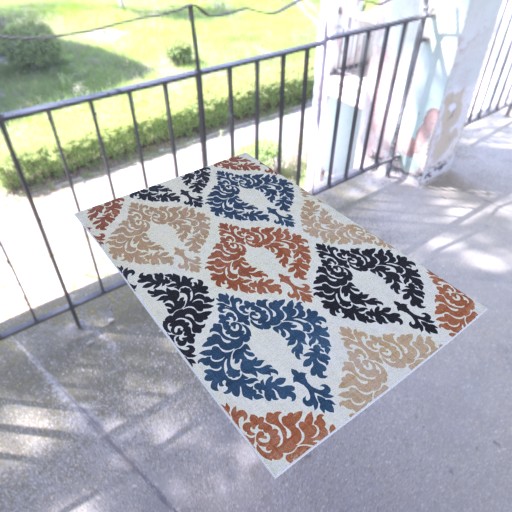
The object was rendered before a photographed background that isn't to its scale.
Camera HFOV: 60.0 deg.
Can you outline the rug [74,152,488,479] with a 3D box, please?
[{"bbox_3d":[0.000,0.000,2.788,1.514,0.014,2.275,-26,47,-27],"label":"rug"}]
